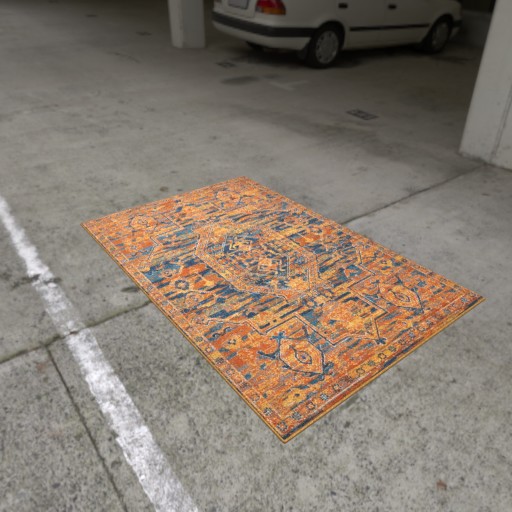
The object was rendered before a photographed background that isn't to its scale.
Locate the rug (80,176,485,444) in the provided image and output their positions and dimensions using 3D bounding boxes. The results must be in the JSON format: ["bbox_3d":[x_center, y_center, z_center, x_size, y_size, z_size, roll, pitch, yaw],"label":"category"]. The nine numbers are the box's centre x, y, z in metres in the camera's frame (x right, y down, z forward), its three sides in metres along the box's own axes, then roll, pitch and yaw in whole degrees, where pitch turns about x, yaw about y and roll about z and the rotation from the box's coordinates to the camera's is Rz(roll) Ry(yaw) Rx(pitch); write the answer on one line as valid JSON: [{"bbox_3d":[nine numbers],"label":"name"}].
[{"bbox_3d":[0.000,0.000,2.200,1.148,0.013,1.758,-22,39,-31],"label":"rug"}]
